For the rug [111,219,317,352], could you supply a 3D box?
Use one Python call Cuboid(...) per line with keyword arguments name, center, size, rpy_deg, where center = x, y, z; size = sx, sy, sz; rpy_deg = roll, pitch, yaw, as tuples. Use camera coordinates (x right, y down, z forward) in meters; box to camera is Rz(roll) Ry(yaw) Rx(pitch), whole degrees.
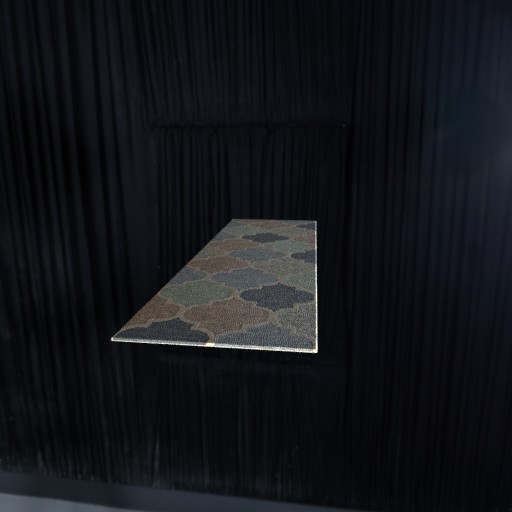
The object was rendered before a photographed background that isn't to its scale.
Cuboid(name="rug", center=(0.000, 0.000, 2.538), size=(0.687, 0.011, 2.287), rpy_deg=(2, 15, 7))
